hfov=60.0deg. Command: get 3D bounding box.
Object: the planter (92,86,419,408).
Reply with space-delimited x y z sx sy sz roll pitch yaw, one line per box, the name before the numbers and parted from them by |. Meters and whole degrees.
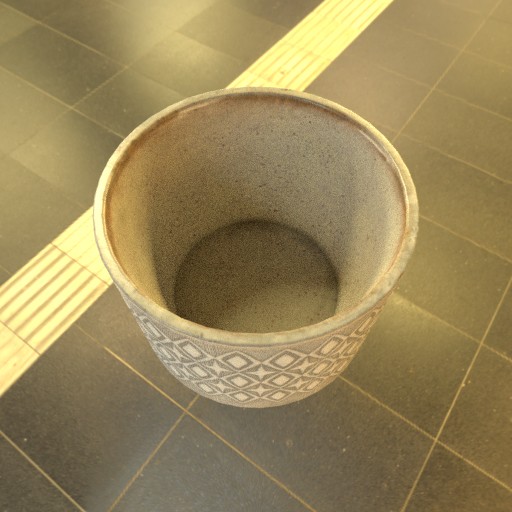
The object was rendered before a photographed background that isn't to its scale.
planter | 0.000 0.000 0.317 0.186 0.144 0.186 0 59 0
